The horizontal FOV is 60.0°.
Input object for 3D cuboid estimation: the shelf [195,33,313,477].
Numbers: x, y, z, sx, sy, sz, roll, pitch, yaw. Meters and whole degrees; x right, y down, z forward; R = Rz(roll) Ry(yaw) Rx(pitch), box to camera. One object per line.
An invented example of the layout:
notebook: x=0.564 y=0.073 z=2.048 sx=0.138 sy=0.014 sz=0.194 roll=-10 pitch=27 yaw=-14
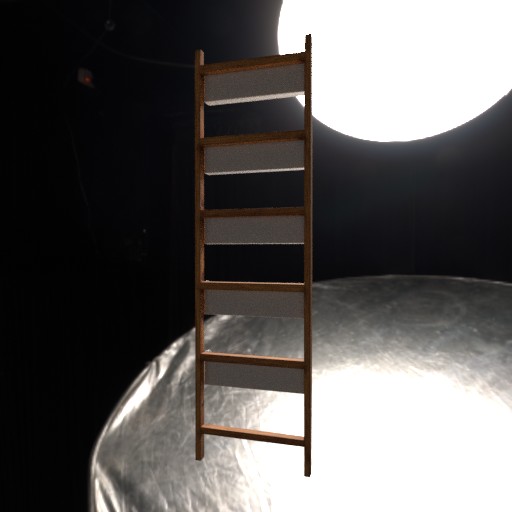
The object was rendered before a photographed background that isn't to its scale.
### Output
shelf: x=0.000 y=0.000 z=1.727 sx=0.454 sy=1.600 sz=0.141 roll=0 pitch=1 yaw=17
